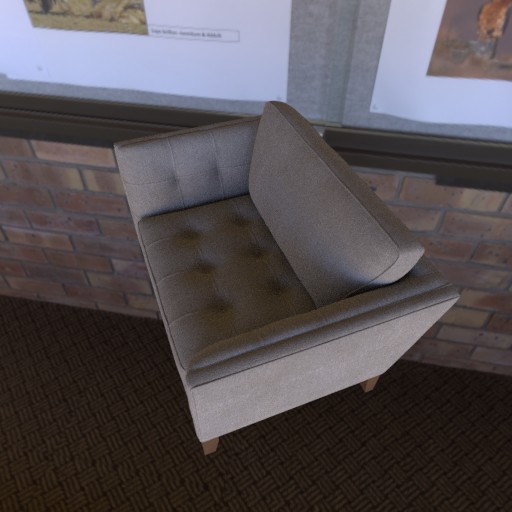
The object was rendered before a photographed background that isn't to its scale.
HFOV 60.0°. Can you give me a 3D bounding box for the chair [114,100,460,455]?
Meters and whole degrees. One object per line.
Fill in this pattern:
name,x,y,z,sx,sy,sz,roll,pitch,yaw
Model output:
chair,0.000,0.000,2.051,0.965,0.942,1.396,-16,48,-15
